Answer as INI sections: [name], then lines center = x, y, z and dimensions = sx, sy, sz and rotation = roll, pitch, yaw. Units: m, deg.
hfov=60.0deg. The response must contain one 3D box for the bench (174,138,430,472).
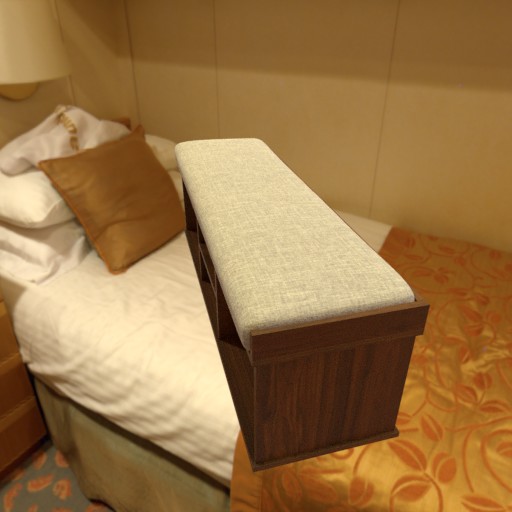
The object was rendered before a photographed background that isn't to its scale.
[bench]
center = 0.000, 0.000, 1.402
dimensions = 0.367, 0.468, 1.196
rotation = -8, 31, -13
